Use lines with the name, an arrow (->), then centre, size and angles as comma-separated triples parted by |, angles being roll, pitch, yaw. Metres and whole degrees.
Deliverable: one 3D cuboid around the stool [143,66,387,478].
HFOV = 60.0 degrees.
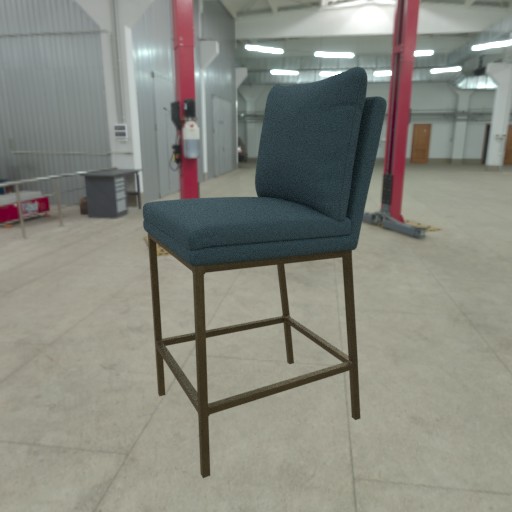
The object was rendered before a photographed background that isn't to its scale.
stool -> 0.000, 0.000, 1.334 | 0.568, 1.032, 0.463 | -8, 17, -26
